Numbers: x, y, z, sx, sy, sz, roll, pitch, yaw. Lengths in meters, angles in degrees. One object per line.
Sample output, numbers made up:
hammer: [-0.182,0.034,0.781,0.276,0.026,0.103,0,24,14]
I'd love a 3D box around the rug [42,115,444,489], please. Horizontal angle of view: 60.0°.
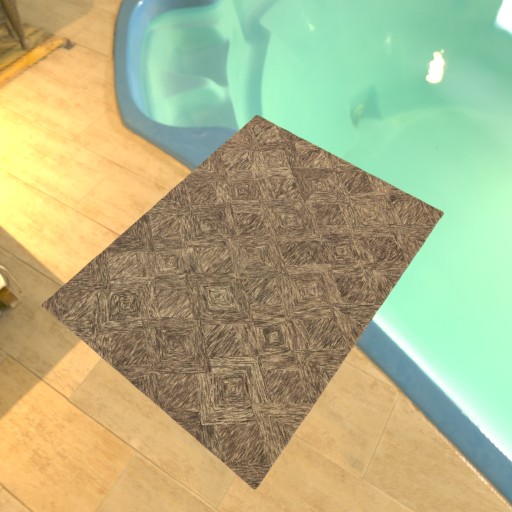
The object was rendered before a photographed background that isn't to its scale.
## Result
rug: [0.000,0.000,4.280,2.448,0.017,3.204,33,64,19]
